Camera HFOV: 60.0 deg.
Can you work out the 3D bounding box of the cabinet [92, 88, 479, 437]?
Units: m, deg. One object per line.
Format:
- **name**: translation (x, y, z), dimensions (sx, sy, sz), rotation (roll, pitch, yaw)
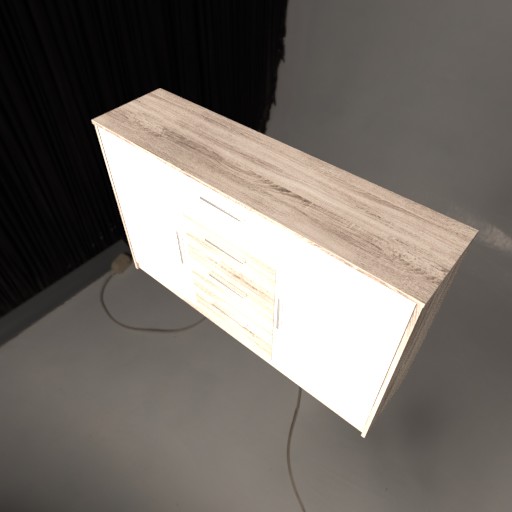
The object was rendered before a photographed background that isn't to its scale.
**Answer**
- **cabinet**: translation (0.000, 0.000, 1.892), dimensions (1.450, 0.900, 0.380), rotation (31, 54, 27)
